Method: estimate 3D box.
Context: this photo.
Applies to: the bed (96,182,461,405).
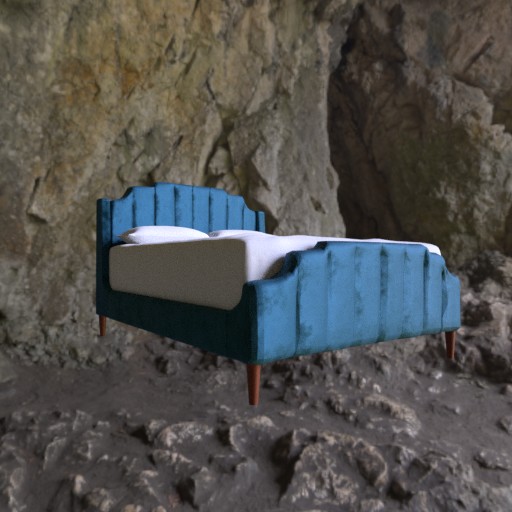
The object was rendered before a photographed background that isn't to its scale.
[{"bbox_3d":[0.000,0.000,3.297,1.678,1.338,2.322,0,-1,-36],"label":"bed"}]
